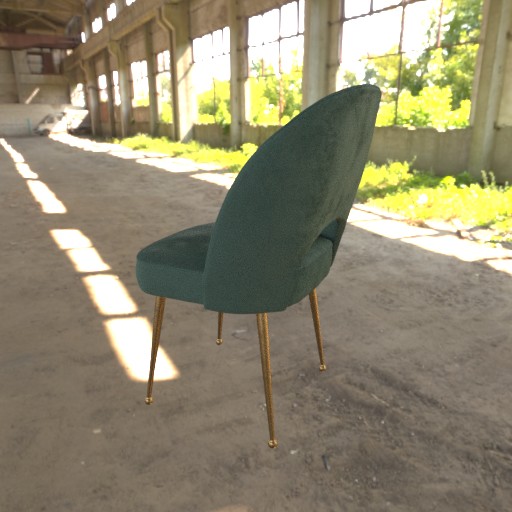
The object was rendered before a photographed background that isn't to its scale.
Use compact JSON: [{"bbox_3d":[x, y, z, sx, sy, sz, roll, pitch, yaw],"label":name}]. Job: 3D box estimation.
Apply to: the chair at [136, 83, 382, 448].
[{"bbox_3d":[0.000,0.000,1.211,0.577,0.860,0.527,9,20,25],"label":"chair"}]
